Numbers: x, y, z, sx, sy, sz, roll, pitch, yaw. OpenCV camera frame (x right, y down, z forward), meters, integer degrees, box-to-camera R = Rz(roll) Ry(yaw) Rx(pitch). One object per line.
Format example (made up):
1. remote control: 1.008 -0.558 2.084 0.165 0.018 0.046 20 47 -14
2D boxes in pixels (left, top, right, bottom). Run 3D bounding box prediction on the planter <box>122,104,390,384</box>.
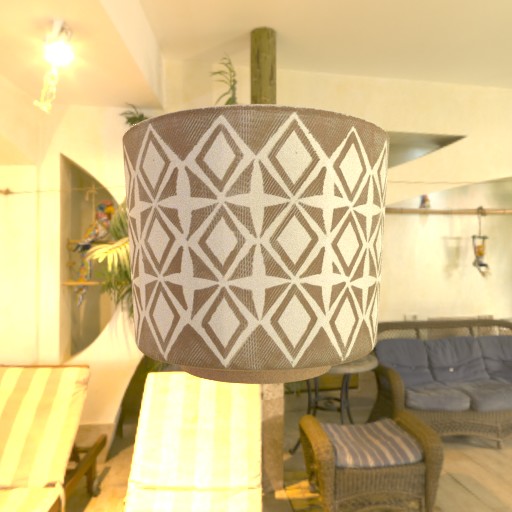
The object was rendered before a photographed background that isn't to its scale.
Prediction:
1. planter: 0.000 0.000 0.450 0.260 0.220 0.260 0 0 0
